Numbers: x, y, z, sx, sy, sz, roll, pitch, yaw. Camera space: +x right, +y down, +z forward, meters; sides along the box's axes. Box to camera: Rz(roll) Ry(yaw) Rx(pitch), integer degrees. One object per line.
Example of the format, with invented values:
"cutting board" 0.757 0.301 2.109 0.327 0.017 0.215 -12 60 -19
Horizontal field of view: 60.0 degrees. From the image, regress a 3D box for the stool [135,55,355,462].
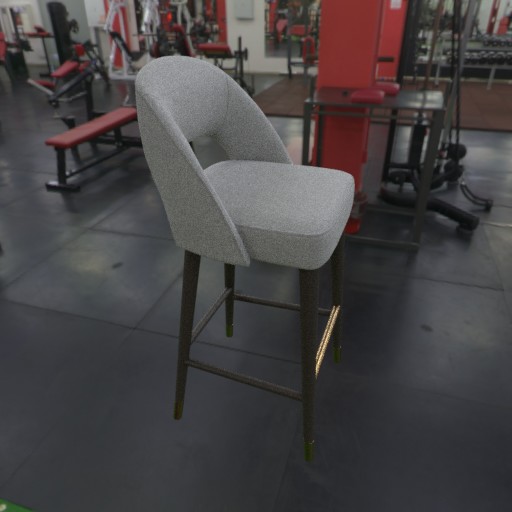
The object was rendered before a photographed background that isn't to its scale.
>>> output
"stool" 0.000 0.000 1.279 0.509 1.037 0.494 10 31 17
